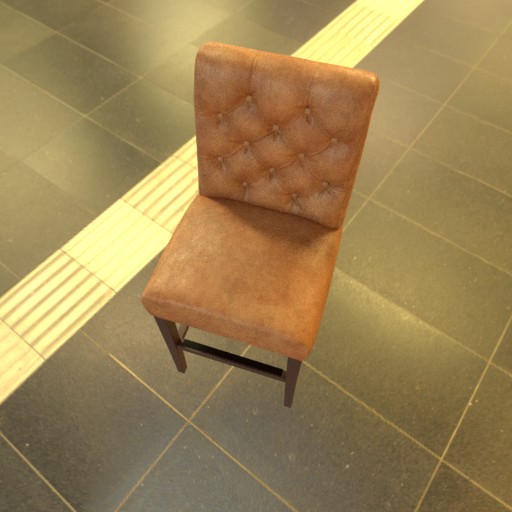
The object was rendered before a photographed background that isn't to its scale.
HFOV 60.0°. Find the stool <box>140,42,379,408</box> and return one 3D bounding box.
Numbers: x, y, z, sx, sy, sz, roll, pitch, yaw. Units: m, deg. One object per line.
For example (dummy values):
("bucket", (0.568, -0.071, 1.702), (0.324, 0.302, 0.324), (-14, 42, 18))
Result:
("stool", (0.000, 0.000, 1.398), (0.493, 1.047, 0.601), (15, 59, 9))
